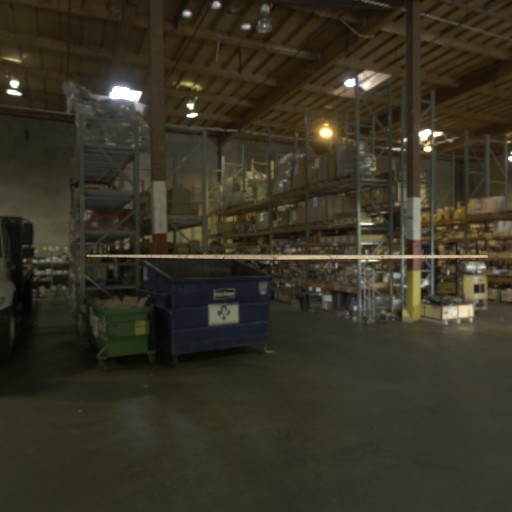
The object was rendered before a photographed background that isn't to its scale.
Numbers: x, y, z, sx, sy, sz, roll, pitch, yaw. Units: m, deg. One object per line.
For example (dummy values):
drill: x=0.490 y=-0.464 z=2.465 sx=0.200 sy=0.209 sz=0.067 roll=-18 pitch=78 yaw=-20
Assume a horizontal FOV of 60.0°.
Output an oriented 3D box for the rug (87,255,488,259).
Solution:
rug: x=0.000 y=0.000 z=2.939 sx=1.528 sy=0.014 sz=2.292 roll=0 pitch=0 yaw=-37
